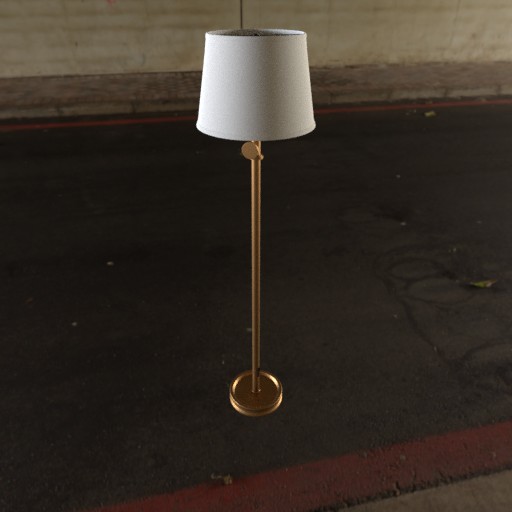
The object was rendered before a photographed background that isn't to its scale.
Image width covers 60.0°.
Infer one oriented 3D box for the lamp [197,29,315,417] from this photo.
[{"bbox_3d":[0.000,0.000,0.787,0.178,0.710,0.178,0,31,0],"label":"lamp"}]
